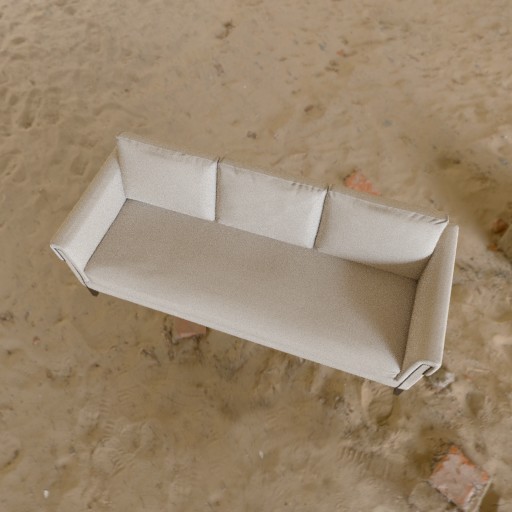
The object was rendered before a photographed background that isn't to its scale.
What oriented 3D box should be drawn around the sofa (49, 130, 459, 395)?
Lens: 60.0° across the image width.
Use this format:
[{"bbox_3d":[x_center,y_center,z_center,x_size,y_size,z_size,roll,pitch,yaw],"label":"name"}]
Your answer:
[{"bbox_3d":[0.000,0.000,2.712,2.198,0.911,0.902,16,60,10],"label":"sofa"}]
